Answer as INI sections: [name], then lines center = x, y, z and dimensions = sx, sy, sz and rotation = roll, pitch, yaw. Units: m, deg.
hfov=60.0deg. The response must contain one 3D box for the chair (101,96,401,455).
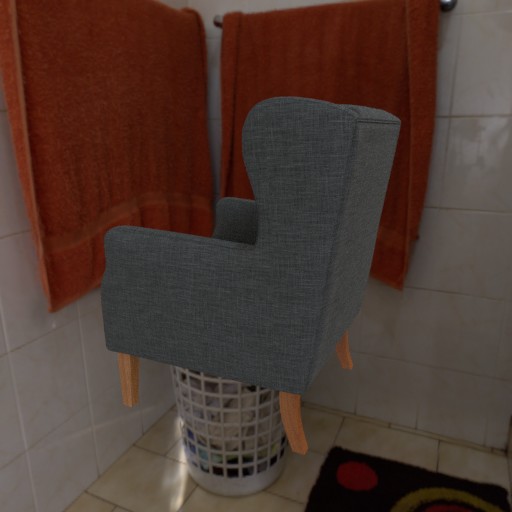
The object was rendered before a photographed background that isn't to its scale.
[chair]
center = 0.000, 0.000, 1.476
dimensions = 0.775, 0.953, 0.711
rotation = 8, 18, 25
